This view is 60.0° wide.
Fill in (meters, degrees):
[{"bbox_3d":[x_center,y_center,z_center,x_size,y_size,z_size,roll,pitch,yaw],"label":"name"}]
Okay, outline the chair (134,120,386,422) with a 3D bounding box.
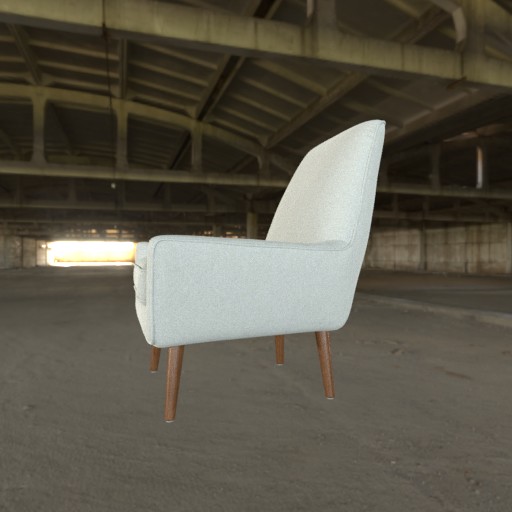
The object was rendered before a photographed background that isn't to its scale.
[{"bbox_3d":[0.000,0.000,1.539,0.822,0.888,0.787,0,0,-18],"label":"chair"}]
